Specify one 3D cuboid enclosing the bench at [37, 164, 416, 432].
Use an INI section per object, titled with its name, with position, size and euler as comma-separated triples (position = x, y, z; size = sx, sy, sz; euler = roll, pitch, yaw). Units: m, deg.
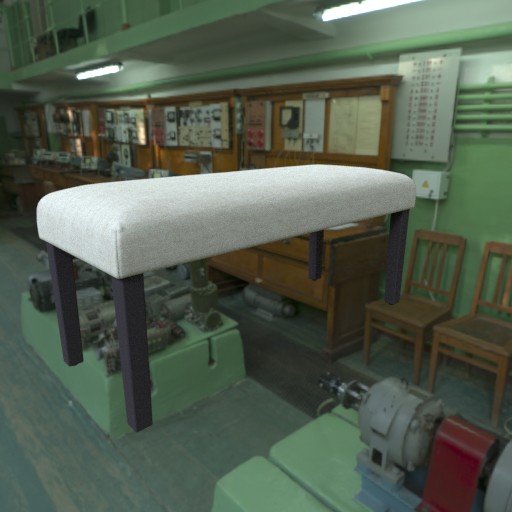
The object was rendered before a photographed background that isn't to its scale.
[bench]
position = 0.000, 0.000, 1.252
size = 1.013, 0.456, 0.407
euler = -15, 22, -41
